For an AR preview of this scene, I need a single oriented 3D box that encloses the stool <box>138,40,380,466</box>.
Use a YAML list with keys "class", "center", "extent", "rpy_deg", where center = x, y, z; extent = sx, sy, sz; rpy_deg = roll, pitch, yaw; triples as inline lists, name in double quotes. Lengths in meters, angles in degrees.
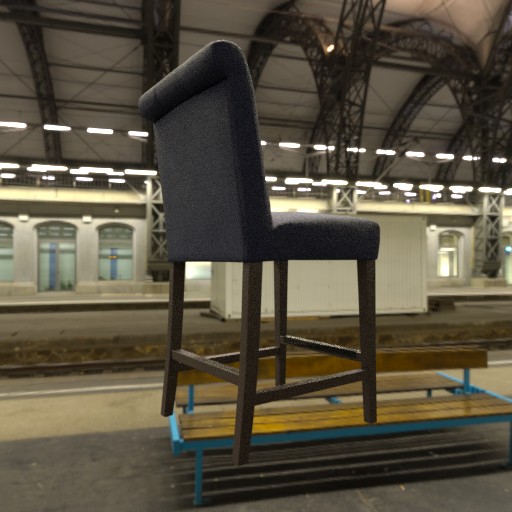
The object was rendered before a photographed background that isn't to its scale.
- class: "stool"
  center: [0.000, 0.000, 1.354]
  extent: [0.601, 1.010, 0.493]
  rpy_deg: [0, -1, -36]
